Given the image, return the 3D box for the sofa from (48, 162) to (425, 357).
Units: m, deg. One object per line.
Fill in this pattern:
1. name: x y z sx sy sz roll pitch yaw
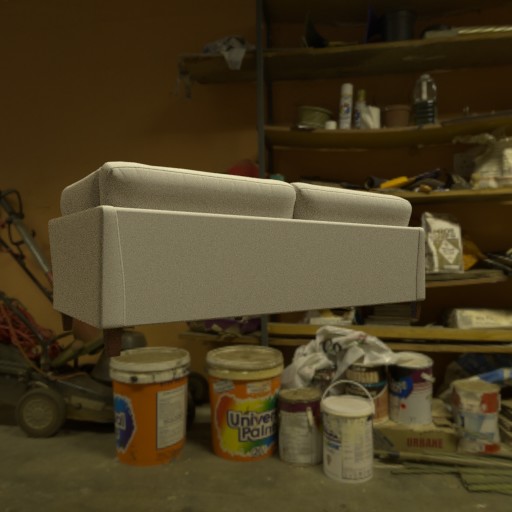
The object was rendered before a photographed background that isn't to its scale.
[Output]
1. sofa: 0.000 0.000 2.844 2.301 0.863 0.957 0 -1 -35
